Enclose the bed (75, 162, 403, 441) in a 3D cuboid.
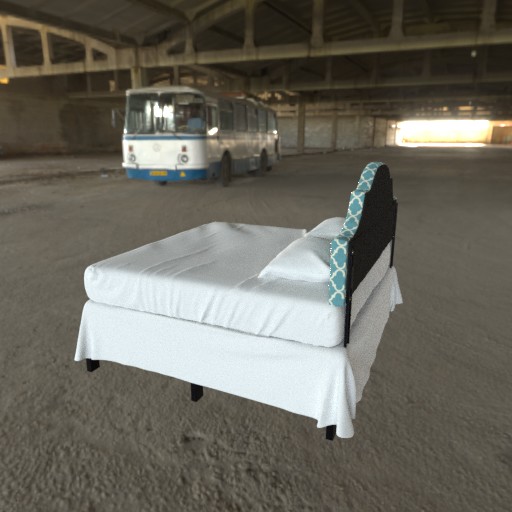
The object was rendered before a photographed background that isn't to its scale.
[{"bbox_3d":[0.000,0.000,3.751,2.222,1.601,2.314,7,17,24],"label":"bed"}]
